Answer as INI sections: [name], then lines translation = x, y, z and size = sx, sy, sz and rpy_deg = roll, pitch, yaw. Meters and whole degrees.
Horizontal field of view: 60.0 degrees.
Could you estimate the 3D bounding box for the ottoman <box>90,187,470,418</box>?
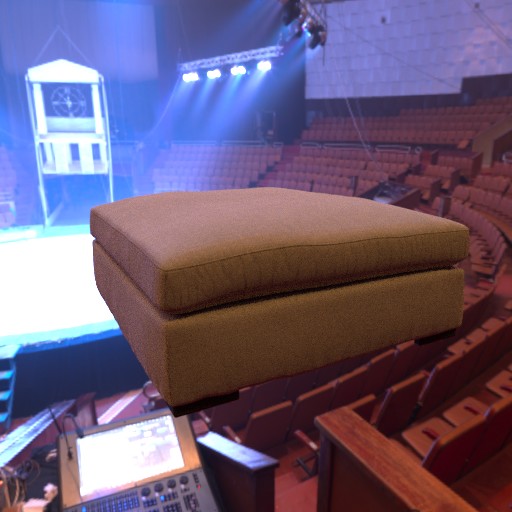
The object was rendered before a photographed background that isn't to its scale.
[ottoman]
translation = 0.000, 0.000, 1.844
size = 1.171, 0.517, 1.203
rpy_deg = -8, 16, -27
